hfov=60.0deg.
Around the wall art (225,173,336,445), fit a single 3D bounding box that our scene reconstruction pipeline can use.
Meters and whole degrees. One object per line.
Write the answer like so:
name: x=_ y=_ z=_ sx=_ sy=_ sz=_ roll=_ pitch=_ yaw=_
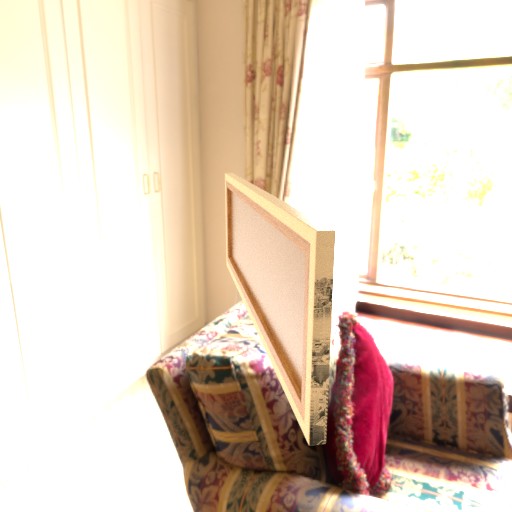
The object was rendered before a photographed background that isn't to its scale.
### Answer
wall art: x=0.000 y=0.000 z=1.685 sx=0.044 sy=0.507 sz=1.520 roll=-3 pitch=15 yaw=-10
